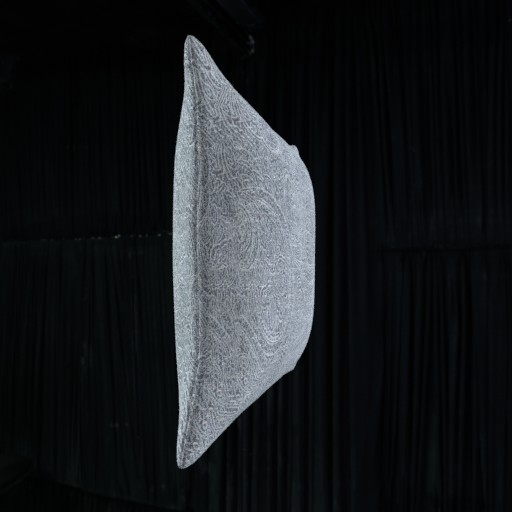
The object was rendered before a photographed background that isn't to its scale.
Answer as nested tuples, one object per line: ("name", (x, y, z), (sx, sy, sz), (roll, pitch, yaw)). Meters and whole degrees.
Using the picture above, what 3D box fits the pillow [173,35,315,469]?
("pillow", (0.000, 0.000, 0.764), (0.166, 0.510, 0.523), (-1, -2, 19))
